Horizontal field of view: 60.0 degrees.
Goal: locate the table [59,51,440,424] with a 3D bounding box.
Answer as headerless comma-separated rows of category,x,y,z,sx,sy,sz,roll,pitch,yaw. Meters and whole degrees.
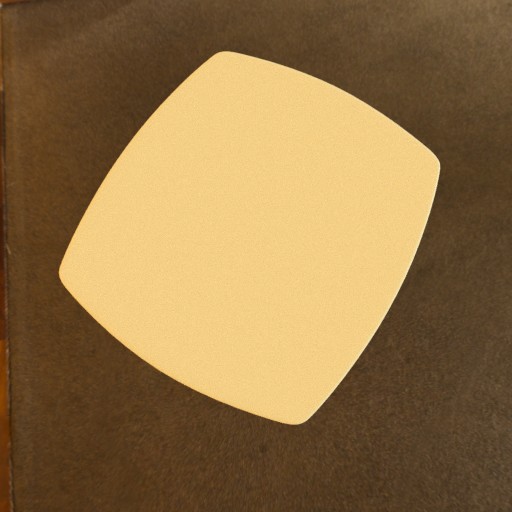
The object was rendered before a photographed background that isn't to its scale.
table,0.000,0.000,0.851,0.451,0.438,0.502,30,77,8
